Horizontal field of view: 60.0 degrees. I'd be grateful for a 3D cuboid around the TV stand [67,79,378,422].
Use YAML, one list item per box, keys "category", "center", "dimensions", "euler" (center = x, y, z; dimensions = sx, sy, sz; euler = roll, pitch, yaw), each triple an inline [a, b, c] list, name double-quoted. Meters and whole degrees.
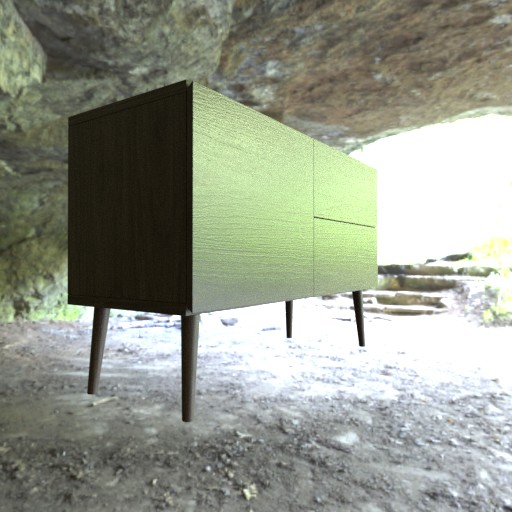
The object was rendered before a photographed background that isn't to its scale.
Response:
- category: "TV stand"
  center: [0.000, 0.000, 1.346]
  dimensions: [0.405, 0.660, 0.990]
  euler: [0, -1, 35]
